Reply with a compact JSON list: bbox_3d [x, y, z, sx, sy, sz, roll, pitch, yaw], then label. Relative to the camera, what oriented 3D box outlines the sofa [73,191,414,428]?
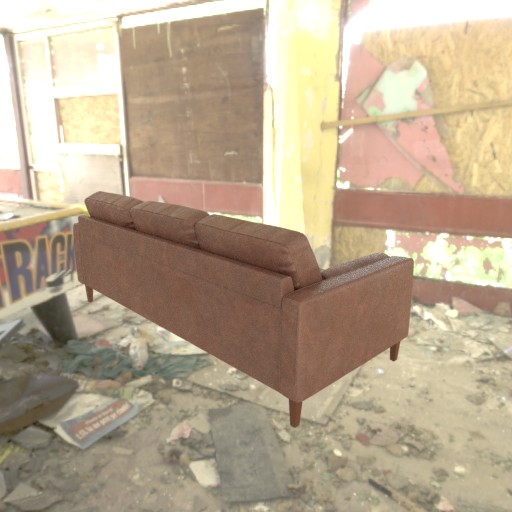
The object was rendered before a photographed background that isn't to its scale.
[{"bbox_3d":[0.000,0.000,3.018,1.613,0.841,2.185,-14,21,-42],"label":"sofa"}]
